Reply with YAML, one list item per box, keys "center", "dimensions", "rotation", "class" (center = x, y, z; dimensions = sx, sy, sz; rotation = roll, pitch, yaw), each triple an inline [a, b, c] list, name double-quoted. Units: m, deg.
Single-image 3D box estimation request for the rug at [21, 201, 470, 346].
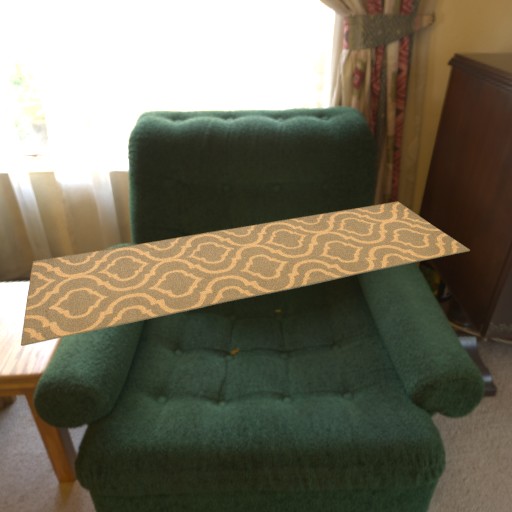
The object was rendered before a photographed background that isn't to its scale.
- center: [0.000, 0.000, 2.399]
  dimensions: [2.275, 0.009, 0.684]
  rotation: [-10, 33, -16]
  class: "rug"
